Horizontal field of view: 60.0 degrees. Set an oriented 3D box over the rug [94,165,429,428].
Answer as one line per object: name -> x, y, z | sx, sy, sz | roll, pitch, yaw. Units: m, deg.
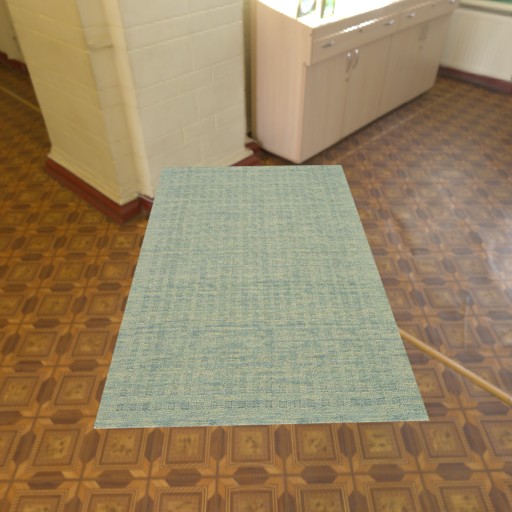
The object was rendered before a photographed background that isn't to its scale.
rug -> 0.000, 0.000, 2.171 | 1.142, 0.006, 1.752 | -1, 41, -1
